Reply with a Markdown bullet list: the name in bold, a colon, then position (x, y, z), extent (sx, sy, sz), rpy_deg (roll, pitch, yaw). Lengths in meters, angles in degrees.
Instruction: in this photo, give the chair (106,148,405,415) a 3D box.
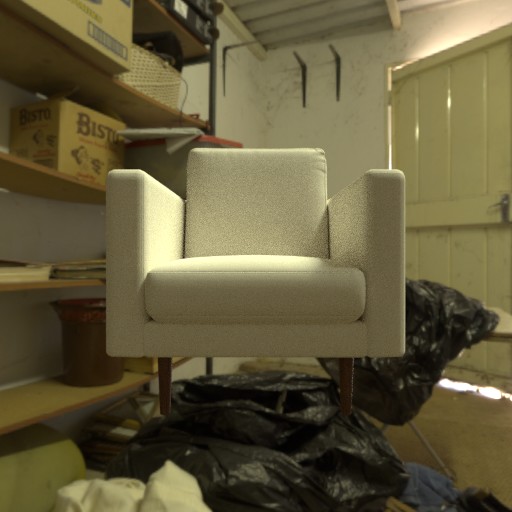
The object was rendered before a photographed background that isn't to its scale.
- **chair**: position (0.000, 0.000, 1.600), extent (0.831, 0.899, 0.879), rpy_deg (0, 0, 0)
